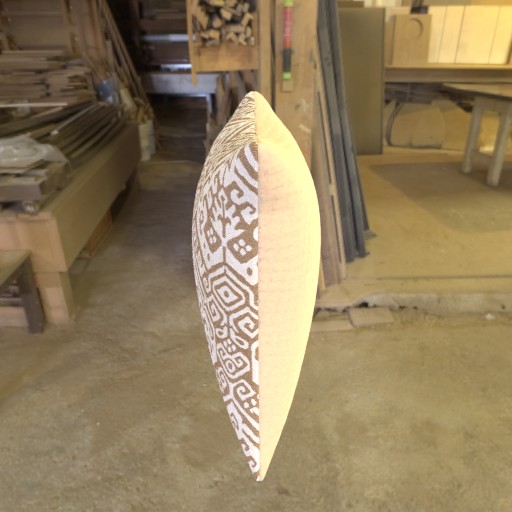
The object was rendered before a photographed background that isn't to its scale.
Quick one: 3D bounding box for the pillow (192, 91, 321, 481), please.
[{"bbox_3d":[0.000,0.000,0.636,0.173,0.407,0.419,0,26,-1],"label":"pillow"}]
